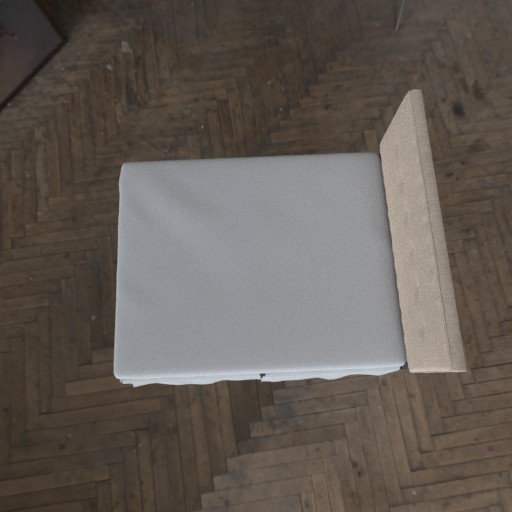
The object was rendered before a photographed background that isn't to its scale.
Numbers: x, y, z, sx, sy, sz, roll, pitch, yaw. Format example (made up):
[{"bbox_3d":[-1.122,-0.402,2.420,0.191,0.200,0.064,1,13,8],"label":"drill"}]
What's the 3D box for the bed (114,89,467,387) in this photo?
[{"bbox_3d":[0.000,0.000,2.945,1.978,1.270,1.643,-2,75,-1],"label":"bed"}]
